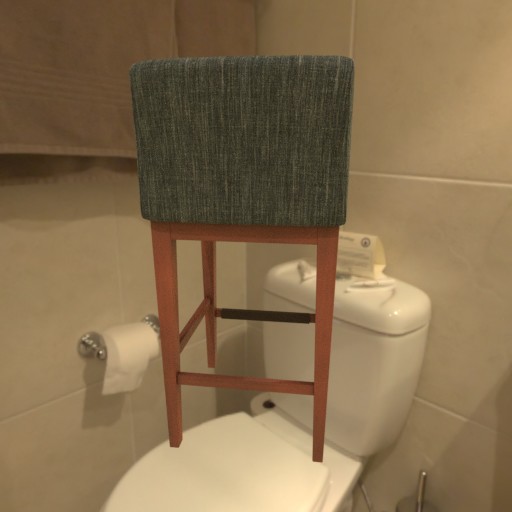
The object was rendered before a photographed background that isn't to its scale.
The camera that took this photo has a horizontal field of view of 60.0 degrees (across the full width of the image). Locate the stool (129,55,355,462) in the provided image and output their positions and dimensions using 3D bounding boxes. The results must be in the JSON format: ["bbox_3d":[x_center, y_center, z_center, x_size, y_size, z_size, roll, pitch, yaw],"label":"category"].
[{"bbox_3d":[0.000,0.000,1.069,0.395,0.835,0.459,2,16,8],"label":"stool"}]
